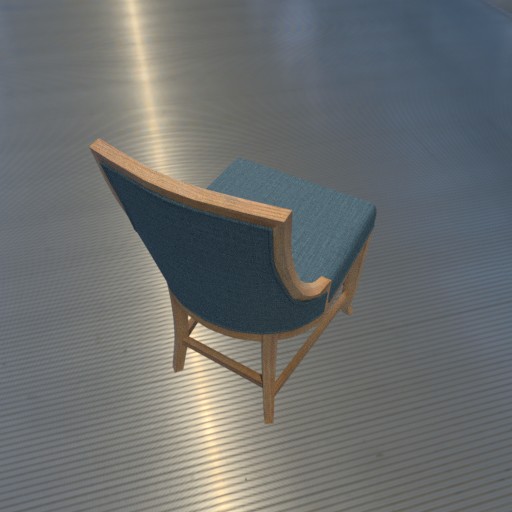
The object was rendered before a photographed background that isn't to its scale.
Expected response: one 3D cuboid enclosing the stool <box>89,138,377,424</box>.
[{"bbox_3d":[0.000,0.000,1.307,0.524,0.938,0.626,23,51,20],"label":"stool"}]
